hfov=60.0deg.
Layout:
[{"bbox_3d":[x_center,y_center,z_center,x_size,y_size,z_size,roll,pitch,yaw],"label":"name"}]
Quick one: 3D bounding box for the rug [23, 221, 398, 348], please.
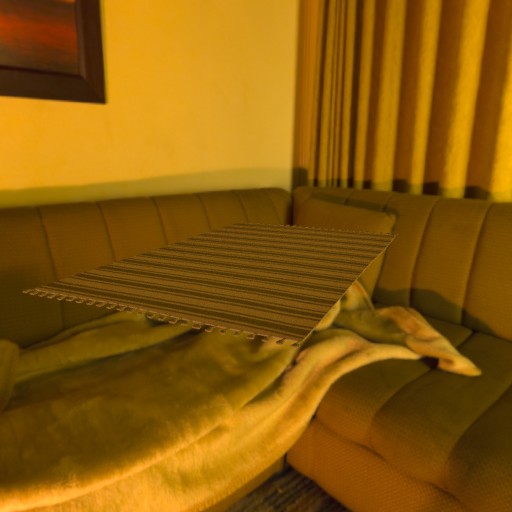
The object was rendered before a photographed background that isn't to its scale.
[{"bbox_3d":[0.000,0.000,2.320,1.162,0.013,1.875,7,15,25],"label":"rug"}]
